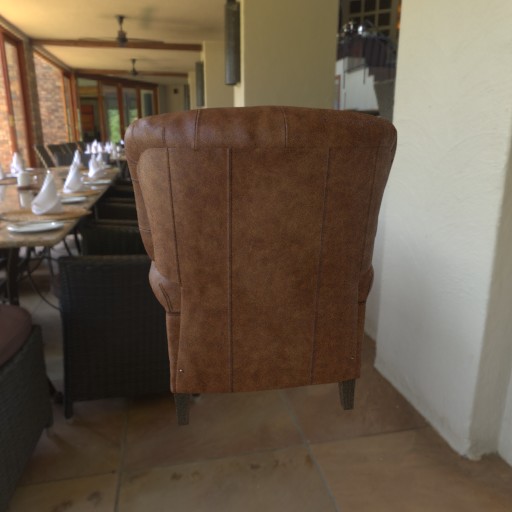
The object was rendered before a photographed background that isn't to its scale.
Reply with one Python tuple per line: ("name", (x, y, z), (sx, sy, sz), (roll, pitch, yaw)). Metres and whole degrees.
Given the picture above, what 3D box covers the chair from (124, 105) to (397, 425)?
("chair", (0.000, 0.000, 1.888), (0.951, 1.164, 1.059), (-2, 15, -8))
